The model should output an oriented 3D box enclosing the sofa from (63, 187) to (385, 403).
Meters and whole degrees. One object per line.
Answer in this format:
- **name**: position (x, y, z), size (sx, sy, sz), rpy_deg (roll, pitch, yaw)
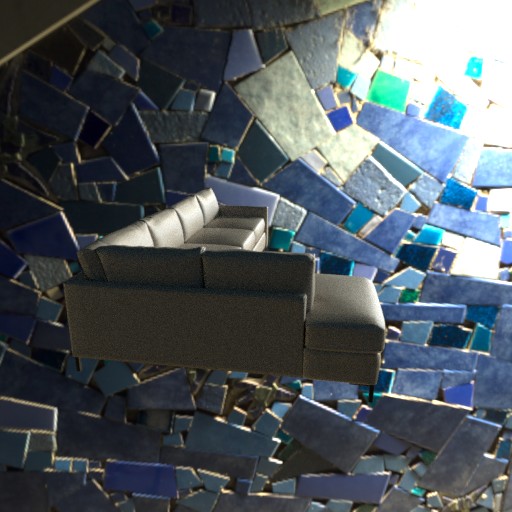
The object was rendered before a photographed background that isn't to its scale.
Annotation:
- **sofa**: position (0.000, 0.000, 3.273), size (1.617, 0.703, 2.423), rpy_deg (3, 17, 9)
